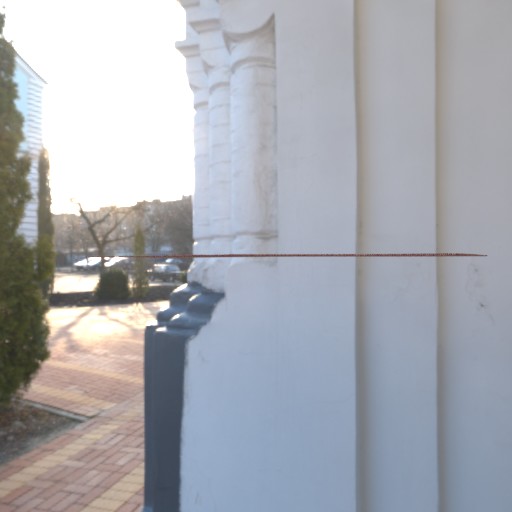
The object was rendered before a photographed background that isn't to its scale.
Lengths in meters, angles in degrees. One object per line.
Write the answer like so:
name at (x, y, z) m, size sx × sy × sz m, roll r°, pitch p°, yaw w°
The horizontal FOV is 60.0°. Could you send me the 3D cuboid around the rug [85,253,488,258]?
rug at (0.000, 0.000, 2.609) m, size 2.353 × 0.013 × 0.718 m, roll 0°, pitch -1°, yaw 35°
